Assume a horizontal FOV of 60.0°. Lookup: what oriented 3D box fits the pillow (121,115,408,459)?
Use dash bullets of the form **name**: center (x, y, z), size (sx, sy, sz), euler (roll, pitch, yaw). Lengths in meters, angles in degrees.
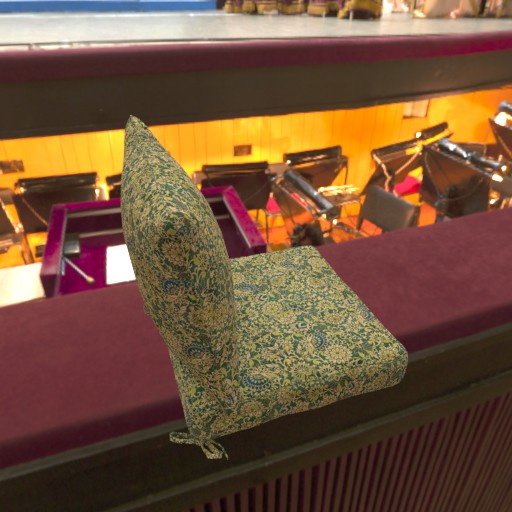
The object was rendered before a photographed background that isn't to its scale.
- **pillow**: center (0.000, 0.000, 1.347), size (0.740, 0.722, 0.798), euler (-10, 33, -16)
